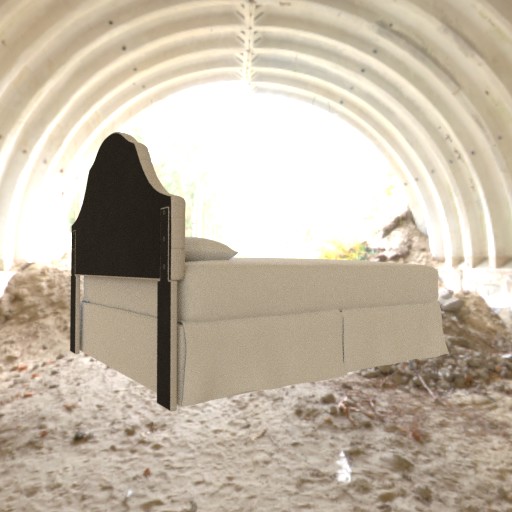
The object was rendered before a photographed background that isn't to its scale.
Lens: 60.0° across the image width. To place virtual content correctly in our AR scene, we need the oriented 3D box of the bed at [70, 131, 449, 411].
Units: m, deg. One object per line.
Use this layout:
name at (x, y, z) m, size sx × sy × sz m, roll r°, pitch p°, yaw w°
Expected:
bed at (0.000, 0.000, 3.719) m, size 2.477 × 1.617 × 2.039 m, roll 1°, pitch -2°, yaw -36°
